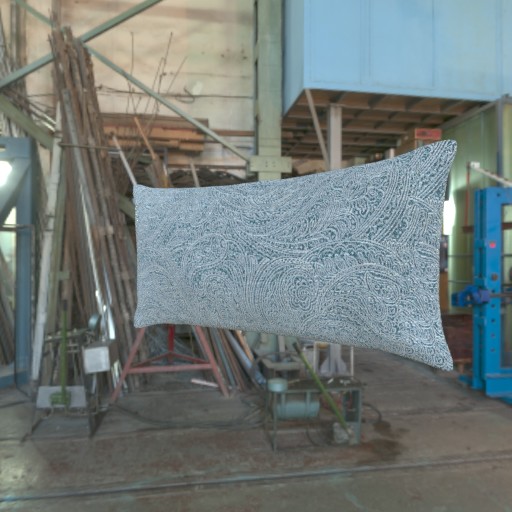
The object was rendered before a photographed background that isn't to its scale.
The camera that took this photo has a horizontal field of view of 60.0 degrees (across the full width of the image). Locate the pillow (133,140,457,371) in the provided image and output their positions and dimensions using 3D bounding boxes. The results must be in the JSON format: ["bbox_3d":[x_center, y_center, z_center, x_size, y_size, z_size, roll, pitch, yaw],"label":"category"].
[{"bbox_3d":[0.000,0.000,0.734,0.615,0.295,0.151,0,0,35],"label":"pillow"}]
